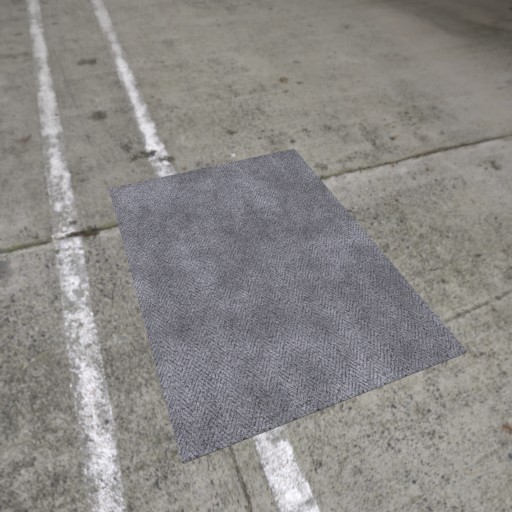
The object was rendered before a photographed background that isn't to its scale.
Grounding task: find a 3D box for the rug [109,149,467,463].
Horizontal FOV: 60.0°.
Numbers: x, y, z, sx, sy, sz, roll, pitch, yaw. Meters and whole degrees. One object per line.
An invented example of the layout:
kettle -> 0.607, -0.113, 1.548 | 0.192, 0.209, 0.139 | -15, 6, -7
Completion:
rug -> 0.000, 0.000, 2.946 | 1.600, 0.008, 2.235 | -16, 47, -15
